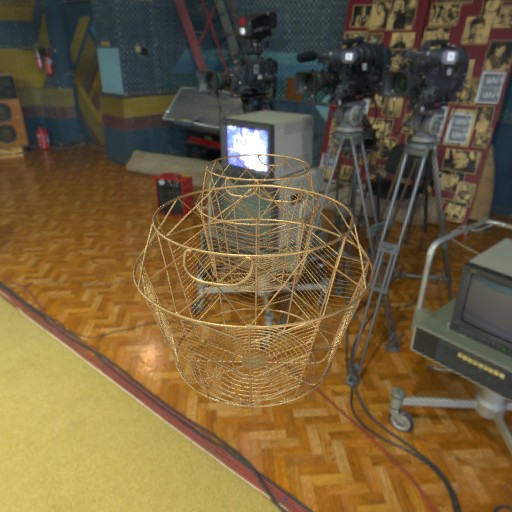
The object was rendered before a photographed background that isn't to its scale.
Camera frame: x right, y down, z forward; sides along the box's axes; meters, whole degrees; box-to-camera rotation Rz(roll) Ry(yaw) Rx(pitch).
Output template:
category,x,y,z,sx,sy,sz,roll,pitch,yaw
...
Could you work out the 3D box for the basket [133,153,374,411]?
category,x,y,z,sx,sy,sz,roll,pitch,yaw
basket,0.000,0.000,1.046,0.451,0.343,0.805,1,25,1
